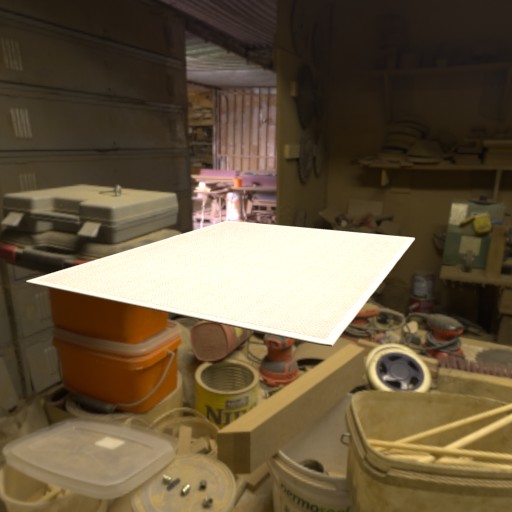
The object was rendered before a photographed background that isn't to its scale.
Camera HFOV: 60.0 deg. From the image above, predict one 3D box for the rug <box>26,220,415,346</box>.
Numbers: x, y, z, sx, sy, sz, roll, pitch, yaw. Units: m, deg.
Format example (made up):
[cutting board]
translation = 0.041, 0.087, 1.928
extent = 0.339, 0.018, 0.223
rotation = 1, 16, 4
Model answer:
[rug]
translation = 0.000, 0.000, 4.134
extent = 2.423, 0.019, 3.009
rotation = 7, 16, 26
